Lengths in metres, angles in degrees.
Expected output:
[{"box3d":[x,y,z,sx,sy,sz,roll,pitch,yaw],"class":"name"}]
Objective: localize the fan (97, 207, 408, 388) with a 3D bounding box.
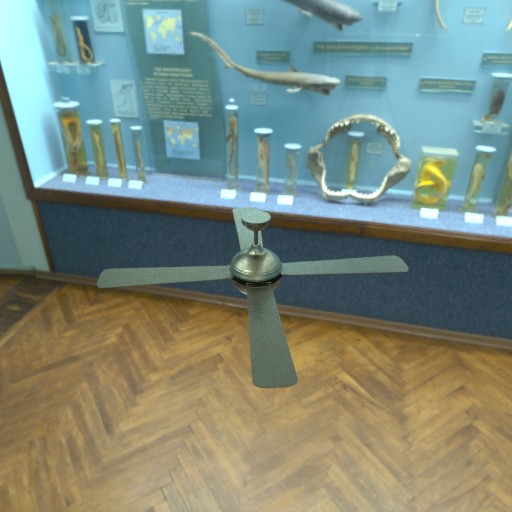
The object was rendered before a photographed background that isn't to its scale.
[{"box3d":[0.000,0.000,1.955,1.321,0.381,1.321,8,31,13],"class":"fan"}]
